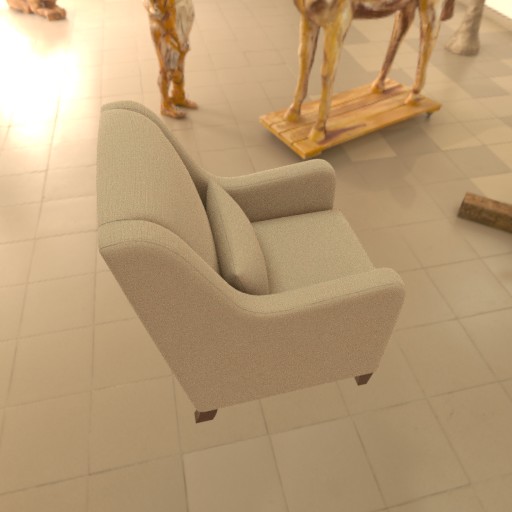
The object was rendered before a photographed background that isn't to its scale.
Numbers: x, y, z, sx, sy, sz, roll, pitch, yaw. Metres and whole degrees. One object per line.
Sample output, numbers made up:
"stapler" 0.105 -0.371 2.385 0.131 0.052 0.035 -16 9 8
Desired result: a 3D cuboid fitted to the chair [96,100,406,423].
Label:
"chair" 0.000 0.000 1.628 0.896 1.017 0.715 -10 46 -9
